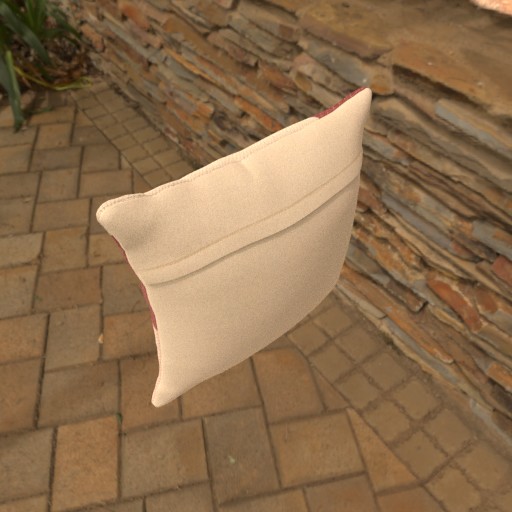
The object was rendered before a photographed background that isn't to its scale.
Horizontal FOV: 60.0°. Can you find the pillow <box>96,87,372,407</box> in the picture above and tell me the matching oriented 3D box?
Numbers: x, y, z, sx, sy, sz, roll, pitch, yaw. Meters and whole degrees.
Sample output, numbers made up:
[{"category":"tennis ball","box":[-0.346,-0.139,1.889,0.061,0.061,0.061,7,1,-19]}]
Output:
[{"category":"pillow","box":[0.000,0.000,0.816,0.536,0.506,0.229,-32,55,-27]}]
